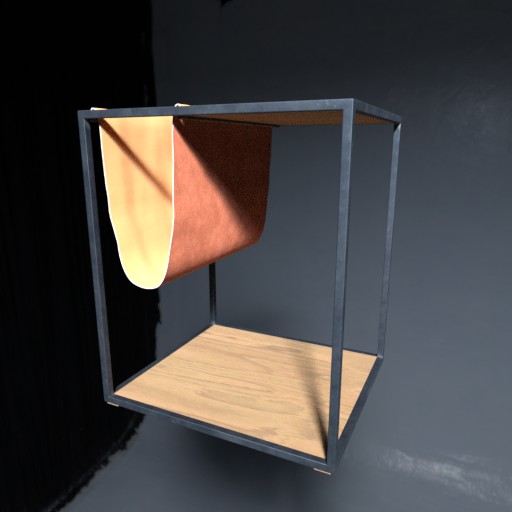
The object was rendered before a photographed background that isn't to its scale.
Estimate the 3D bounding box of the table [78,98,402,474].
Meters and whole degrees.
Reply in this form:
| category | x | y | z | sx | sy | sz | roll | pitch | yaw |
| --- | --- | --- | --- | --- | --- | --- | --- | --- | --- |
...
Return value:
| category | x | y | z | sx | sy | sz | roll | pitch | yaw |
| --- | --- | --- | --- | --- | --- | --- | --- | --- | --- |
| table | 0.000 | 0.000 | 0.861 | 0.450 | 0.536 | 0.399 | 7 | 16 | 25 |
